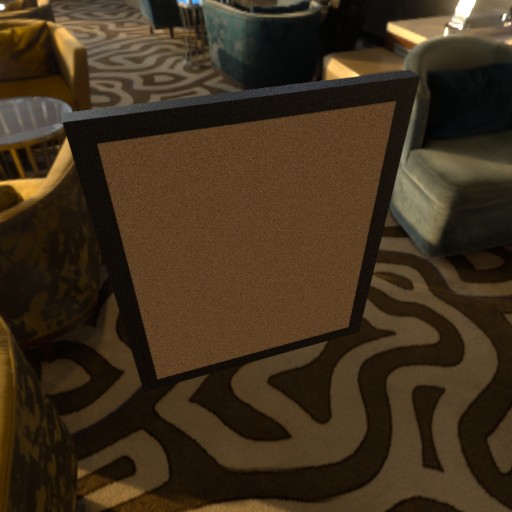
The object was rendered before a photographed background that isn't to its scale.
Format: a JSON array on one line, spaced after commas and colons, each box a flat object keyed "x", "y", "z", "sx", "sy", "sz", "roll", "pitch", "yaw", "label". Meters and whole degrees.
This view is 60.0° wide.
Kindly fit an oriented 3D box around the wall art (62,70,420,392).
[{"x": 0.000, "y": 0.000, "z": 0.688, "sx": 0.432, "sy": 0.508, "sz": 0.025, "roll": -12, "pitch": 43, "yaw": -14, "label": "wall art"}]
